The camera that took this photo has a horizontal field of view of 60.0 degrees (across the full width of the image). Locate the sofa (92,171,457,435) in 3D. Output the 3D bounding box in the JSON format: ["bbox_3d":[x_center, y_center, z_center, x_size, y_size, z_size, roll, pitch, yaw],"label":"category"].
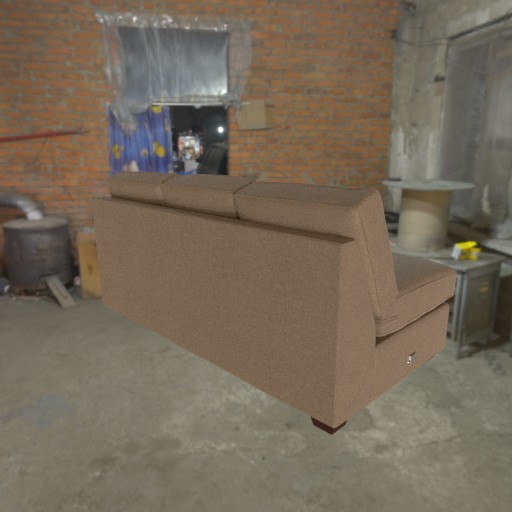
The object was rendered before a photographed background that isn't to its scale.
[{"bbox_3d":[0.000,0.000,2.766,1.127,1.036,2.092,-14,20,-43],"label":"sofa"}]
